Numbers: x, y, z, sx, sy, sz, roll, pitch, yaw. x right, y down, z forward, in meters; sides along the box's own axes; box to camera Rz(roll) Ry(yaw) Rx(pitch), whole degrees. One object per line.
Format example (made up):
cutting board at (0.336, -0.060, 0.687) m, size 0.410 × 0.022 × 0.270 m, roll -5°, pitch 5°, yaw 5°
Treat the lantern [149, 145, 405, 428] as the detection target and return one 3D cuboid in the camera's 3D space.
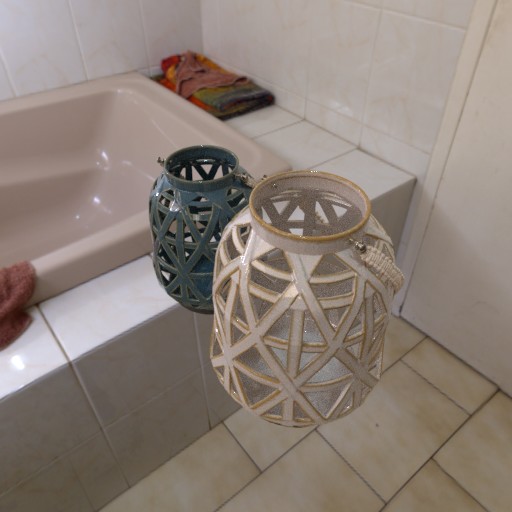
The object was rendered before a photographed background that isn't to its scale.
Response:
lantern at (0.000, 0.000, 0.625) m, size 0.245 × 0.307 × 0.439 m, roll -26°, pitch 47°, yaw -26°
